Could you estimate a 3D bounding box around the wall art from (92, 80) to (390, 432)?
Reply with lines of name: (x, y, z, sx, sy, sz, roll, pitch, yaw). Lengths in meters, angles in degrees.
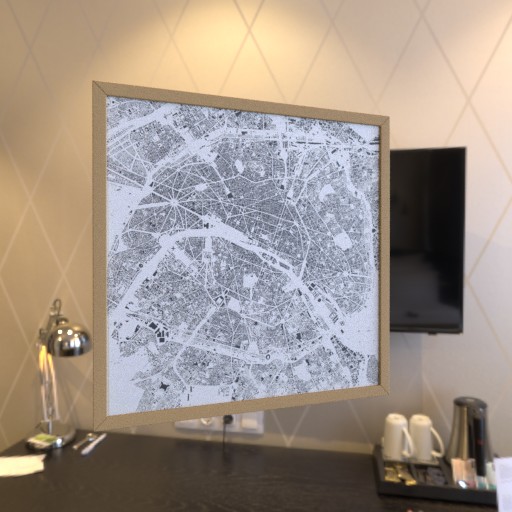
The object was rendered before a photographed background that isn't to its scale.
wall art: (0.000, 0.000, 1.102, 0.761, 0.761, 0.037, 0, 0, -19)
